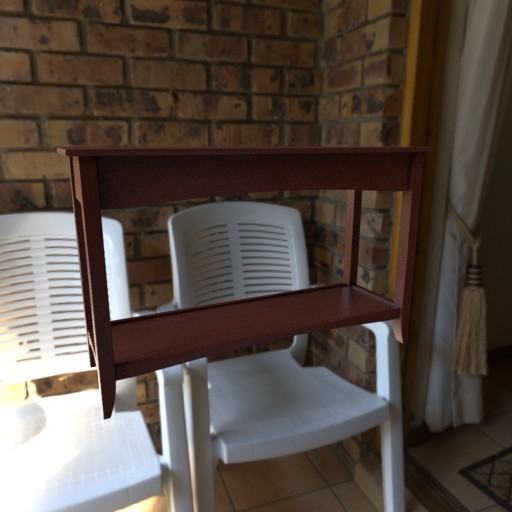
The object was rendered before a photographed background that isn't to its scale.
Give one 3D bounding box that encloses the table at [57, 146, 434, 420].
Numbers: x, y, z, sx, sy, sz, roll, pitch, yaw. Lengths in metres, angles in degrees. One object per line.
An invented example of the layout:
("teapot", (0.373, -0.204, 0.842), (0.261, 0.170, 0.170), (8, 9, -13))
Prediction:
("table", (0.000, 0.000, 1.552), (1.188, 0.739, 0.392), (-7, 16, -25))
